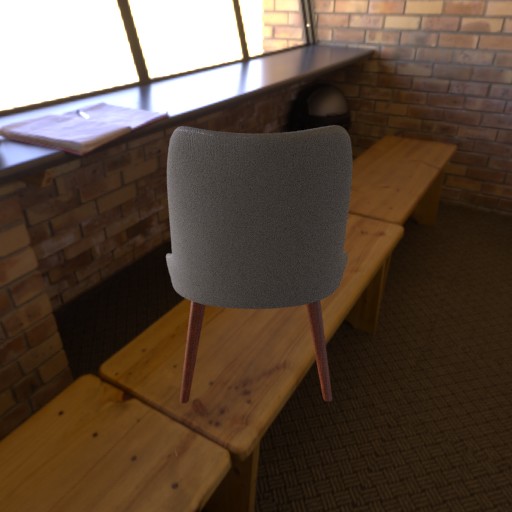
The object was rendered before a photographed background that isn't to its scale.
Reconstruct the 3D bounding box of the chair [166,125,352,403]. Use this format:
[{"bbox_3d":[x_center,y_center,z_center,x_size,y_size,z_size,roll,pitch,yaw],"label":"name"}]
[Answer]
[{"bbox_3d":[0.000,0.000,1.301,0.535,0.918,0.707,0,31,0],"label":"chair"}]
